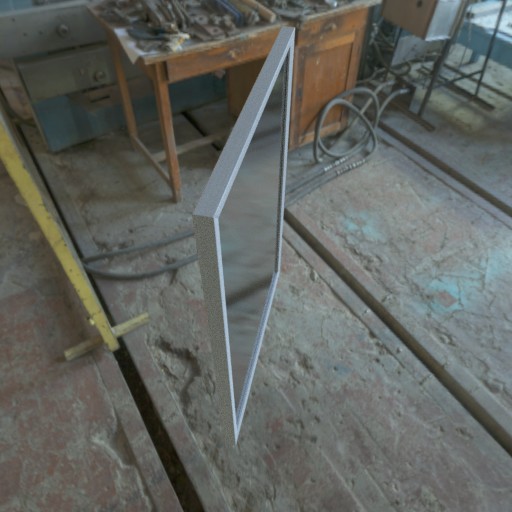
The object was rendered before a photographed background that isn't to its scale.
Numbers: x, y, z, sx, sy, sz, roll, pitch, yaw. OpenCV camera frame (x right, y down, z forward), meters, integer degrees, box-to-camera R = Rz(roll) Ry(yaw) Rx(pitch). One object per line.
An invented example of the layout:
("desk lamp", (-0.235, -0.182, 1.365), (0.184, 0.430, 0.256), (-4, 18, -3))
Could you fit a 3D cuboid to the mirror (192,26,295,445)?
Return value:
("mirror", (0.000, 0.000, 1.320), (0.040, 1.016, 0.762), (10, 49, 9))
